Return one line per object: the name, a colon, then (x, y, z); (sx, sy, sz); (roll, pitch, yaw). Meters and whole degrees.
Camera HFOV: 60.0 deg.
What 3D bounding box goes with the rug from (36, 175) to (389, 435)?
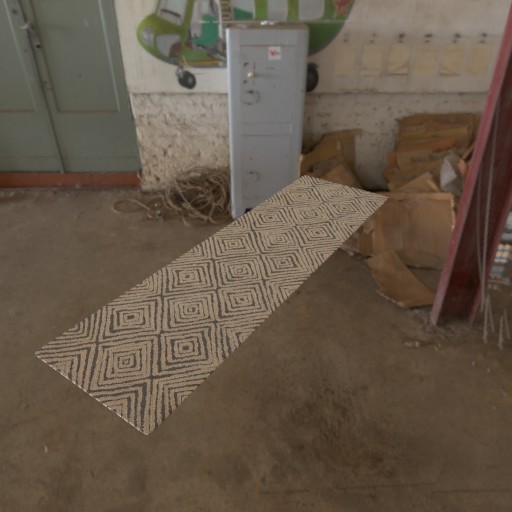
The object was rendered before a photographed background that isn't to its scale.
rug: (0.000, 0.000, 2.469); (0.676, 0.008, 2.277); (21, 39, 29)
